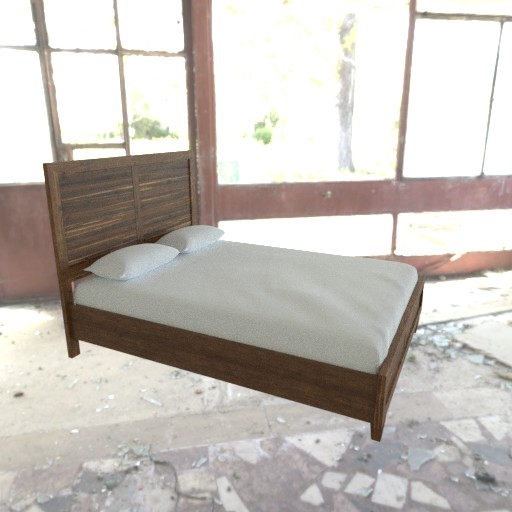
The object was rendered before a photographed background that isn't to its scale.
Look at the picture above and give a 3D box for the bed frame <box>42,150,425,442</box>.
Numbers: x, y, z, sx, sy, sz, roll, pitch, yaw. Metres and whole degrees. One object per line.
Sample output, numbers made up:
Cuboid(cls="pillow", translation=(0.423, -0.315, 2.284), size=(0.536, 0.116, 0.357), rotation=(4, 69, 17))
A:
Cuboid(cls="bed frame", translation=(0.000, 0.000, 3.334), size=(2.276, 1.417, 1.696), rotation=(8, 18, 25))
